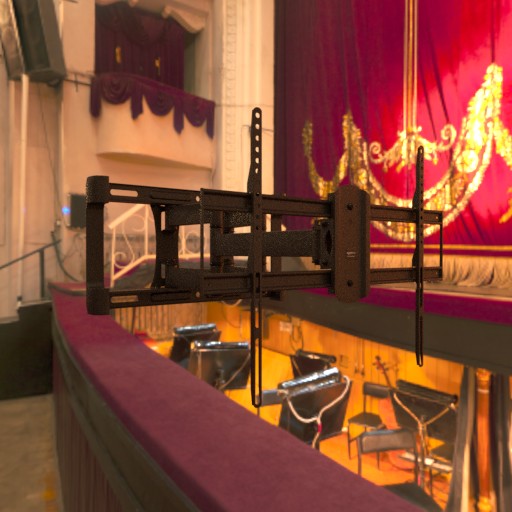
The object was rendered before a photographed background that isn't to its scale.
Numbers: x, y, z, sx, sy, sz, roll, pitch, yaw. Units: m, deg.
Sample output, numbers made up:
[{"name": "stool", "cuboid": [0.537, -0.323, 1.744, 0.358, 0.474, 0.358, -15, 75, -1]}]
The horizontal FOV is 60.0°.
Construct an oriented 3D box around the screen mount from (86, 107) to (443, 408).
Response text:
[{"name": "screen mount", "cuboid": [0.000, 0.000, 1.112, 0.661, 0.491, 0.644, 0, 1, -35]}]
